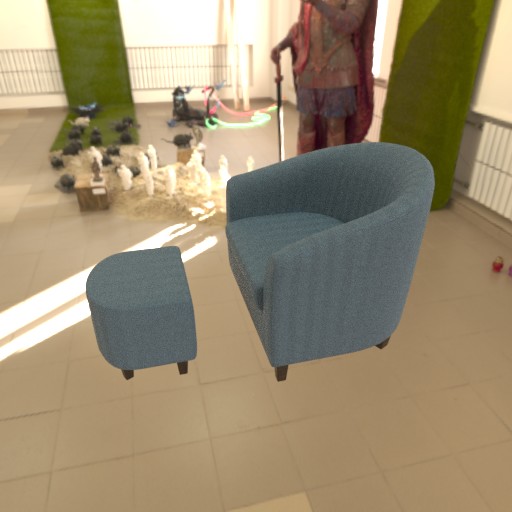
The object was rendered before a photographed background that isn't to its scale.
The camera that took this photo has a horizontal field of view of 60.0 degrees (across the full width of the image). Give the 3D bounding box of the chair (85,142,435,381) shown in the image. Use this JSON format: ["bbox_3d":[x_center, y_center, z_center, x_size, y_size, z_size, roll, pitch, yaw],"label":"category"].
[{"bbox_3d":[0.000,0.000,1.743,1.288,0.757,0.756,-7,31,-13],"label":"chair"}]
